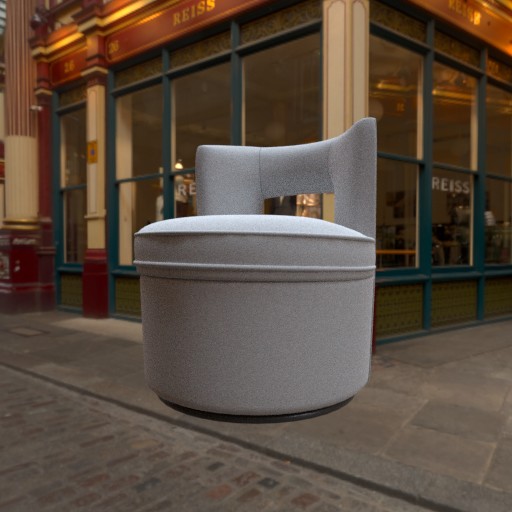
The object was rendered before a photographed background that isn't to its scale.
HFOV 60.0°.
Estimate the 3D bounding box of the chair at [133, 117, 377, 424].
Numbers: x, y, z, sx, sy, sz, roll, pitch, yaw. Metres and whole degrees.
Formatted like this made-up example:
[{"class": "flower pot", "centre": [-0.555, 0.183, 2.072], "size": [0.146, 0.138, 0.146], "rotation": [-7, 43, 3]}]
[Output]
[{"class": "chair", "centre": [0.000, 0.000, 1.234], "size": [0.650, 0.723, 0.665], "rotation": [1, 2, 35]}]
